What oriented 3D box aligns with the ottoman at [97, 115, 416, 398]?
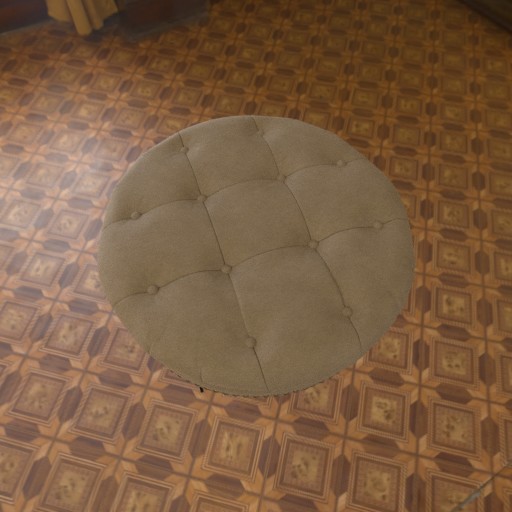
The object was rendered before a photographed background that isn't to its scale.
[{"bbox_3d":[0.000,0.000,1.379,0.901,0.439,0.901,0,58,0],"label":"ottoman"}]
